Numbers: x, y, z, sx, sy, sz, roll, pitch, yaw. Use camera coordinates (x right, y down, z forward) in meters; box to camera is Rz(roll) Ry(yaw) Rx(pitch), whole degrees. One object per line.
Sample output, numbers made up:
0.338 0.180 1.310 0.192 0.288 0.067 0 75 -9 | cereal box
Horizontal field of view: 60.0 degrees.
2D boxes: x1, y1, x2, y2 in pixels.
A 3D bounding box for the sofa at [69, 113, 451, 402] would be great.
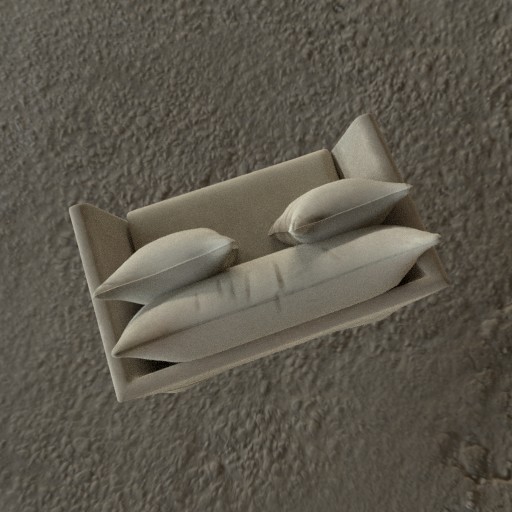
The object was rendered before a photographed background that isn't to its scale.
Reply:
0.000 0.000 2.312 1.608 1.040 1.035 -19 76 -5 | sofa
